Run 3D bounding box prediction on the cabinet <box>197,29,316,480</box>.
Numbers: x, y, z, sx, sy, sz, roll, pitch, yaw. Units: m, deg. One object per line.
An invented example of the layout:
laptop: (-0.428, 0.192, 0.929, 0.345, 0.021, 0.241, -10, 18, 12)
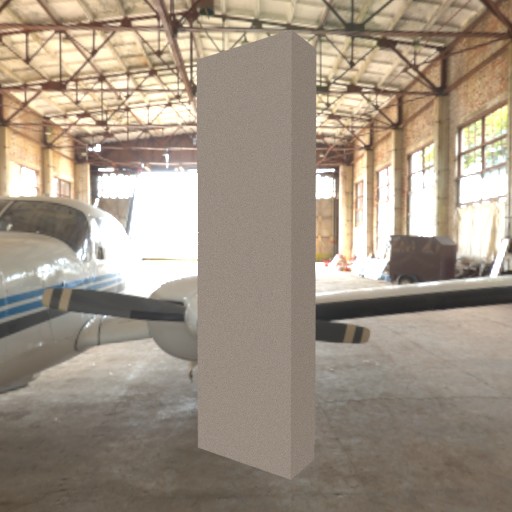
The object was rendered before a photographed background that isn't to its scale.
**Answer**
cabinet: (0.000, 0.000, 1.999, 0.500, 1.790, 0.230, 1, 2, 35)
